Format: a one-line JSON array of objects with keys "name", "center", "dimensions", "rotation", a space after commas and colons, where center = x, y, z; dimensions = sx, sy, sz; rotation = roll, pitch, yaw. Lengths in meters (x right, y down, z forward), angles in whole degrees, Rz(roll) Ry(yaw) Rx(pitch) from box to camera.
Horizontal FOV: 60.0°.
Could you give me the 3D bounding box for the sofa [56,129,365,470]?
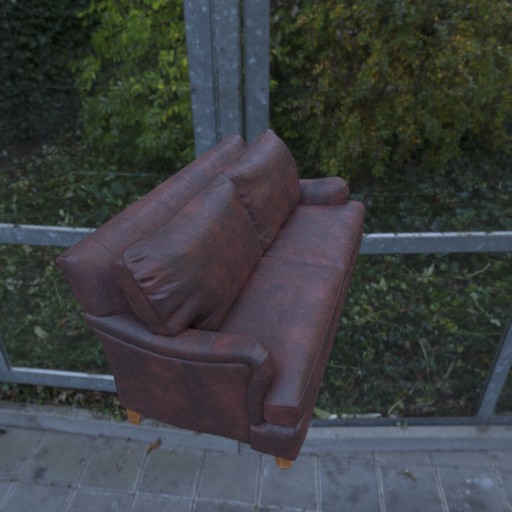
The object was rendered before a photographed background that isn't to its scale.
[{"name": "sofa", "center": [0.000, 0.000, 2.789], "dimensions": [1.147, 1.071, 2.144], "rotation": [10, 32, 16]}]
